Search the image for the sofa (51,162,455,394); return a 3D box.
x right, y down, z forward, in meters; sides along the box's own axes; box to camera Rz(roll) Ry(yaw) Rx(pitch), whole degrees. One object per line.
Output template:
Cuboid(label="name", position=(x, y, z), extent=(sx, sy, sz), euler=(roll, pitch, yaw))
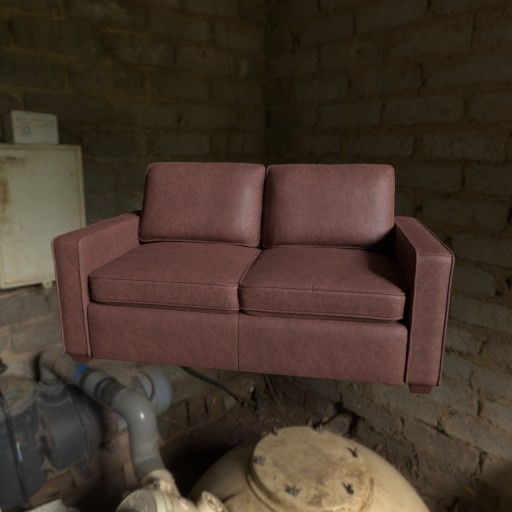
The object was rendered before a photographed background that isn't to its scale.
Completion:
Cuboid(label="sofa", position=(0.000, 0.000, 2.278), extent=(1.709, 0.918, 0.947), euler=(2, 14, 10))
